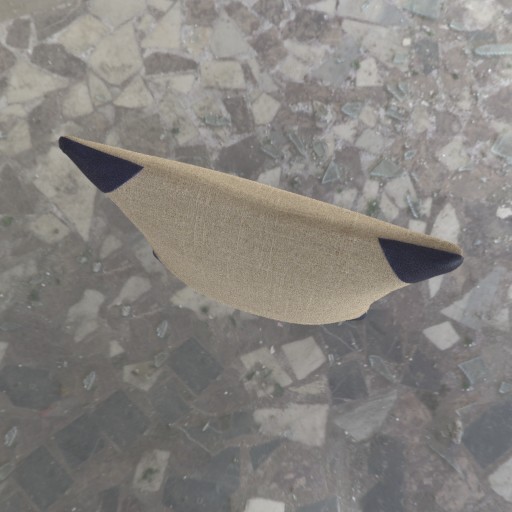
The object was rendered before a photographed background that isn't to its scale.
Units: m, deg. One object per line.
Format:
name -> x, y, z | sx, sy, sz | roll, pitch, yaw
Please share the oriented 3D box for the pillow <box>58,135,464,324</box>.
pillow -> 0.000, 0.000, 0.659 | 0.440, 0.441, 0.147 | 16, 76, 4
